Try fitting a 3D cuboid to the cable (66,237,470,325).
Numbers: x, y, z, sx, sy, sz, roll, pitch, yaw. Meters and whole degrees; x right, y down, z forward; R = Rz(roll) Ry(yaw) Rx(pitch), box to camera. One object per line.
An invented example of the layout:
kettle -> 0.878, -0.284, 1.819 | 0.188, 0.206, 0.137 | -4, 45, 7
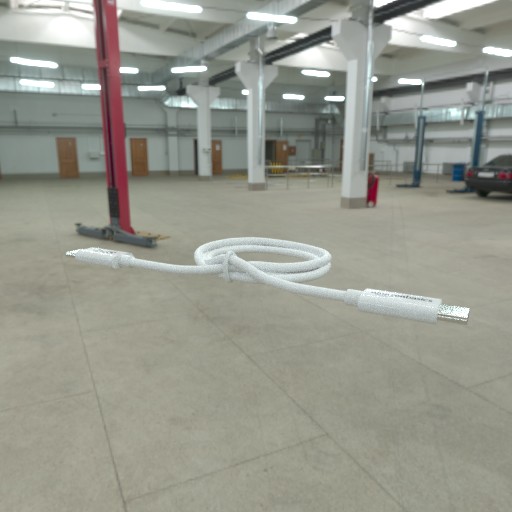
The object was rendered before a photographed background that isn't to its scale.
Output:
cable -> 0.000, 0.000, 0.209 | 0.186, 0.014, 0.070 | 7, 15, 28
